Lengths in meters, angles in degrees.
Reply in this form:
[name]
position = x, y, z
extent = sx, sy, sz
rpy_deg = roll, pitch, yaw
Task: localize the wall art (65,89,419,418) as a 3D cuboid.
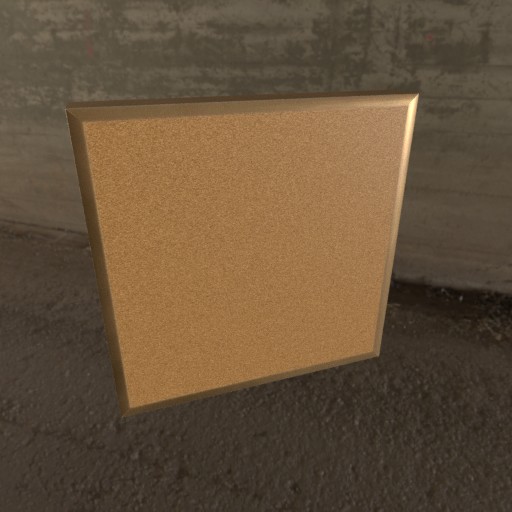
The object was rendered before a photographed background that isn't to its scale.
[wall art]
position = 0.000, 0.000, 0.447
extent = 0.305, 0.303, 0.038
rpy_deg = -9, 27, -17
